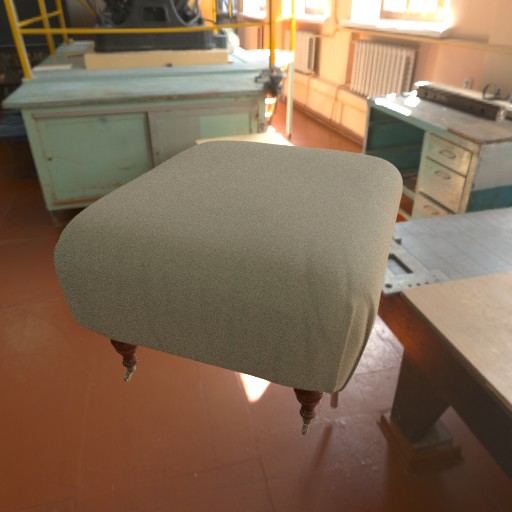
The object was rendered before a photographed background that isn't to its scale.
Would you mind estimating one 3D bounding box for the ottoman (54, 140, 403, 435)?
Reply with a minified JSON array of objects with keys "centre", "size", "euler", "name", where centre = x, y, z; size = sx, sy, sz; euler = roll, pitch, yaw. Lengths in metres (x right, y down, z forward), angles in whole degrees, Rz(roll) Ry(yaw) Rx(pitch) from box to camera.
[{"centre":[0.000,0.000,1.122],"size":[0.639,0.450,0.746],"euler":[10,32,17],"name":"ottoman"}]
